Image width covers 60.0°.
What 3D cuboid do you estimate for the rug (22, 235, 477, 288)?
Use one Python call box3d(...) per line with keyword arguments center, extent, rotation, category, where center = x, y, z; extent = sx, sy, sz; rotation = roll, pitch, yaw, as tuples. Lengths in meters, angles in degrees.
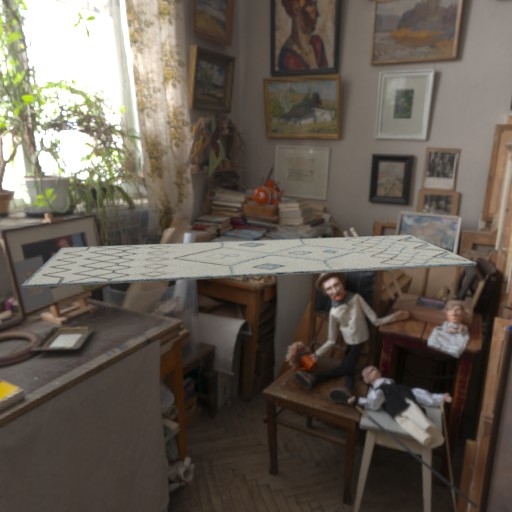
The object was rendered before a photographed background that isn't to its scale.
box3d(center=(0.000, 0.000, 2.706), extent=(2.434, 0.013, 0.770), rotation=(-2, 15, -9), category="rug")
